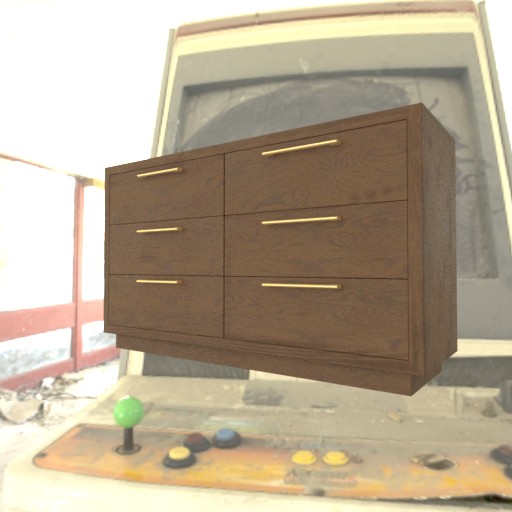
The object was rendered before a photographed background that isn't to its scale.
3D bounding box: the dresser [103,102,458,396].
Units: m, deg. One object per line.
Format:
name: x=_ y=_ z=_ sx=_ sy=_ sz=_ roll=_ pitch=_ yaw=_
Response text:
dresser: x=0.000 y=0.000 z=1.931 sx=1.523 sy=0.889 sz=0.512 roll=-1 pitch=-2 yaw=35
